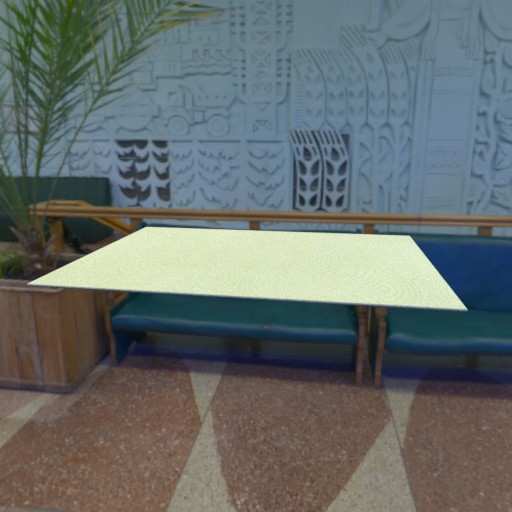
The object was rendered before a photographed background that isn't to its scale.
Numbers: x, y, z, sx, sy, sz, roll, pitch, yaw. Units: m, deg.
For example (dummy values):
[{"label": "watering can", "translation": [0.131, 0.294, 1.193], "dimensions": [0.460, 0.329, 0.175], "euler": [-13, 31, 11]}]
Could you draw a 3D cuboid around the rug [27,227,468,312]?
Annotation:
[{"label": "rug", "translation": [0.000, 0.000, 2.833], "dimensions": [2.132, 0.015, 1.526], "euler": [2, 15, 9]}]
